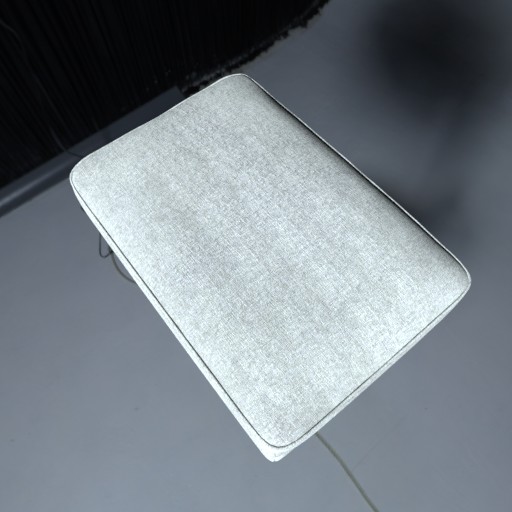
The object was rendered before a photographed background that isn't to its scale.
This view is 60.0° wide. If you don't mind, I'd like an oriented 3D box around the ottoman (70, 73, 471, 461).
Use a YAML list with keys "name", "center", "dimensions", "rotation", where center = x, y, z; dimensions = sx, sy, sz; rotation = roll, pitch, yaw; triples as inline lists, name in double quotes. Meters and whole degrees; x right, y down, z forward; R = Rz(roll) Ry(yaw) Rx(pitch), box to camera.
- name: "ottoman"
  center: [0.000, 0.000, 1.127]
  dimensions: [0.561, 0.457, 0.813]
  rotation: [-35, 69, -16]
